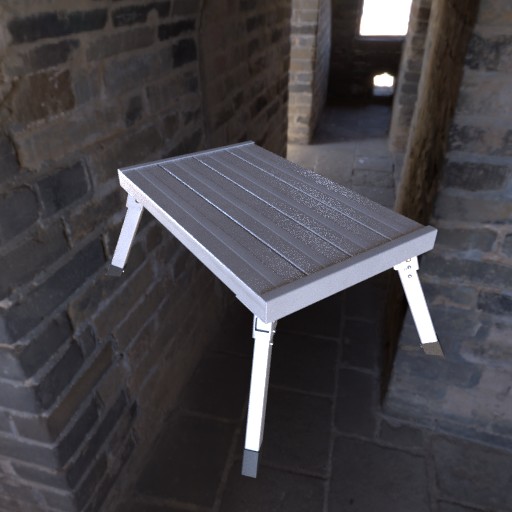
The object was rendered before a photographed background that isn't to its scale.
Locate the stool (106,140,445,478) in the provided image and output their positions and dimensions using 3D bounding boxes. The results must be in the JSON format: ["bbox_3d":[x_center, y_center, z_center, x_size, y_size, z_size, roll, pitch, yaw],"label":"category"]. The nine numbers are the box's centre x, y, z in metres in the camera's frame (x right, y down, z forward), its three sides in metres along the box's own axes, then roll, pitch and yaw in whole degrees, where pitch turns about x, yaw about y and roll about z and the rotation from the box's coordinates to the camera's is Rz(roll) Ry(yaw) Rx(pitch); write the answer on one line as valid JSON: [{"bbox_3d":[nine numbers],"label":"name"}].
[{"bbox_3d":[0.000,0.000,0.746,0.385,0.225,0.535,-20,37,-28],"label":"stool"}]
